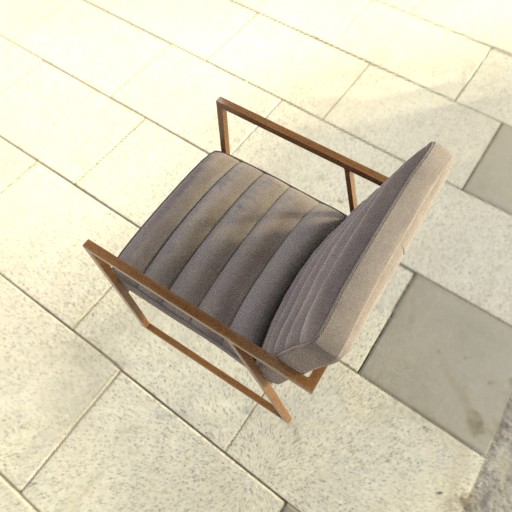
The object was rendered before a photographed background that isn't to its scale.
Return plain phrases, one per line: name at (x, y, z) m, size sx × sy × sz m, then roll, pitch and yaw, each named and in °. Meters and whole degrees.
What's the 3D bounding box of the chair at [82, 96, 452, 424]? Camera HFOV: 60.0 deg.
chair at (0.000, 0.000, 1.275) m, size 0.682 × 0.843 × 0.578 m, roll 30°, pitch 67°, yaw 14°
